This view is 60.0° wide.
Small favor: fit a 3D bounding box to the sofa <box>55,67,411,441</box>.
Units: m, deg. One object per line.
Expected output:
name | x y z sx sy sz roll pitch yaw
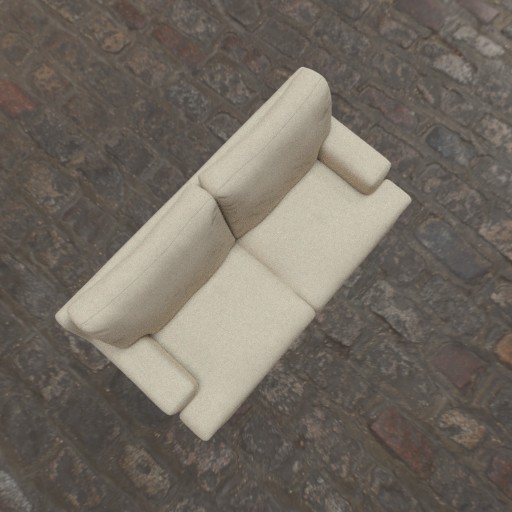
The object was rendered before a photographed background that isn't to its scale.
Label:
sofa | 0.000 0.000 2.494 0.962 0.967 1.885 41 80 9
